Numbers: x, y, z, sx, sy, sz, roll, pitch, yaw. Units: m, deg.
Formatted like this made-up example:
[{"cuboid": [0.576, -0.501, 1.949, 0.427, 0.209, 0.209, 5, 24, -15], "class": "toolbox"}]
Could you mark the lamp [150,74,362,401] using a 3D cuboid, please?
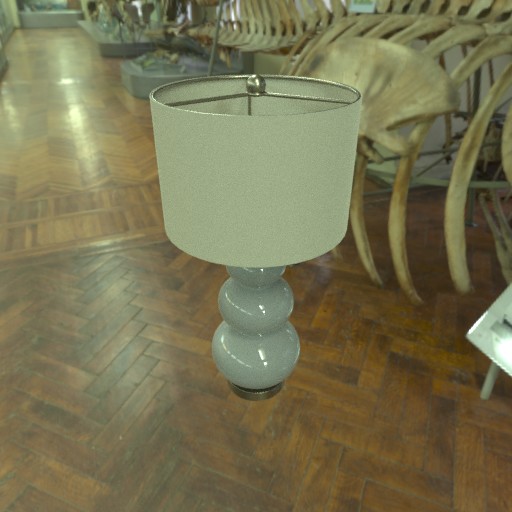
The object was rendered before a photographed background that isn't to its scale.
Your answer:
[{"cuboid": [0.000, 0.000, 0.953, 0.367, 0.730, 0.367, 21, 37, 31], "class": "lamp"}]
